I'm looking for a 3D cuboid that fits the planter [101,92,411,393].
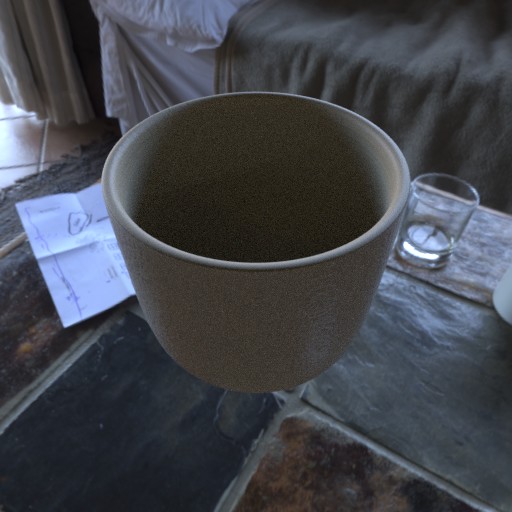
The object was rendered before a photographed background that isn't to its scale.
[{"bbox_3d":[0.000,0.000,0.373,0.208,0.190,0.208,0,46,0],"label":"planter"}]
